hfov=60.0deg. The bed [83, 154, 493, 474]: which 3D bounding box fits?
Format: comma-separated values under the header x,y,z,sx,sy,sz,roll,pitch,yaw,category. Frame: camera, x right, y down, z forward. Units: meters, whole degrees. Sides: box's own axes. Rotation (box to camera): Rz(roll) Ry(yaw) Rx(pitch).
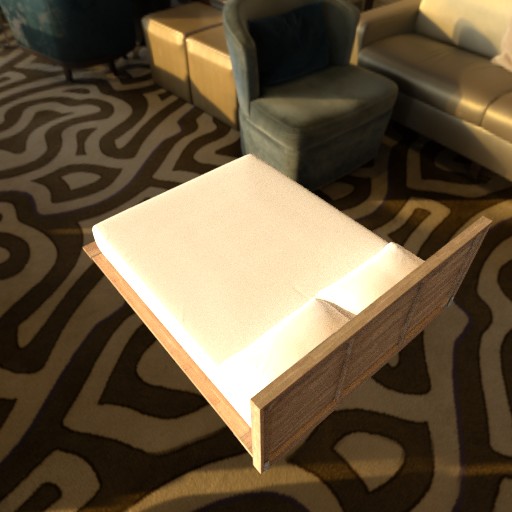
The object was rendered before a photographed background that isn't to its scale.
x,y,z,sx,sy,sz,roll,pitch,yaw,category
0.000,0.000,3.095,1.759,1.071,2.145,-31,53,-27,bed
